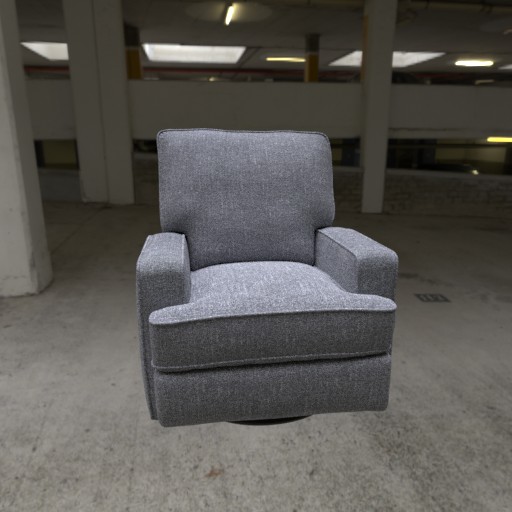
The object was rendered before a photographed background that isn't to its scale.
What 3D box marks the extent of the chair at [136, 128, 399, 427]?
[{"bbox_3d":[0.000,0.000,1.735,0.861,0.962,0.964,-2,16,-8],"label":"chair"}]
